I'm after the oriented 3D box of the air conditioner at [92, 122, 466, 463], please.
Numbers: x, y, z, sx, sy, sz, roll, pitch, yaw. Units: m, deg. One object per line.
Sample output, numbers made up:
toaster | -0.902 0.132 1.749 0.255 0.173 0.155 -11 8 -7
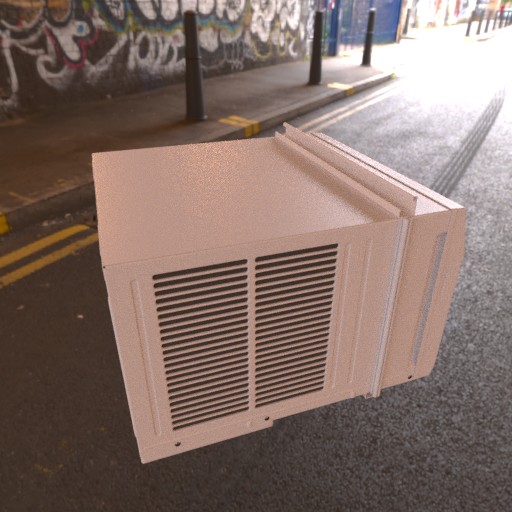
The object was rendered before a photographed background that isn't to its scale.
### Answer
air conditioner | 0.000 0.000 0.866 0.546 0.388 0.503 -10 31 -17
